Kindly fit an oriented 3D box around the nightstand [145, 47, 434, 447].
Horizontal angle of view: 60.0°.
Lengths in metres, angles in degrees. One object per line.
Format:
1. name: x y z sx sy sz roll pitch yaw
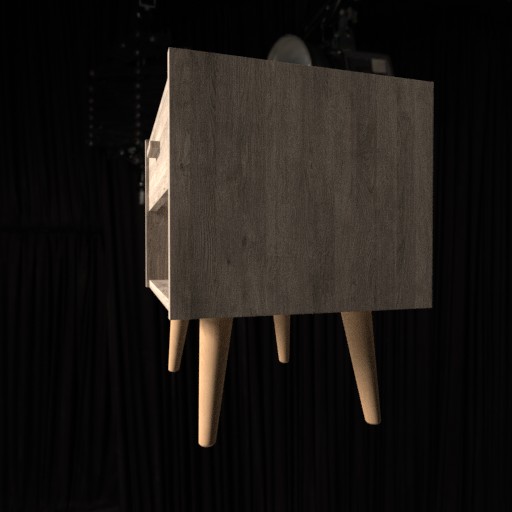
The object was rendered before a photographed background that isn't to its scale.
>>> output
1. nightstand: 0.000 0.000 0.807 0.380 0.500 0.480 0 1 -17
